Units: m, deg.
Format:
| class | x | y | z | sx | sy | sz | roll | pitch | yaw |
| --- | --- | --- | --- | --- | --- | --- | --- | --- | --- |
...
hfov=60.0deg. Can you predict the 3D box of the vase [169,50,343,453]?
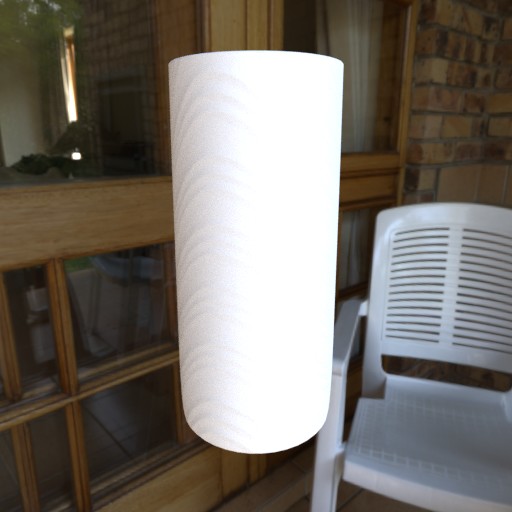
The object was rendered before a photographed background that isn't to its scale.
| class | x | y | z | sx | sy | sz | roll | pitch | yaw |
| --- | --- | --- | --- | --- | --- | --- | --- | --- | --- |
| vase | 0.000 | 0.000 | 0.396 | 0.143 | 0.316 | 0.143 | 0 | 15 | 0 |
